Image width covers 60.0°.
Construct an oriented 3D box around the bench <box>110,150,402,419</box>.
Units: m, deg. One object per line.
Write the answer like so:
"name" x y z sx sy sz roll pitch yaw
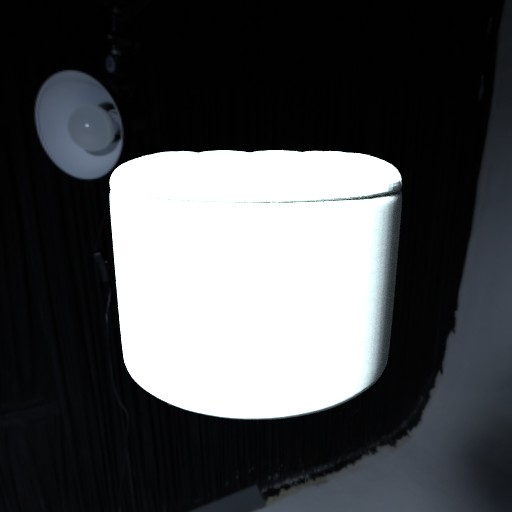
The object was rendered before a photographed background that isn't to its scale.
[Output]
"bench" 0.000 0.000 0.989 0.600 0.453 0.600 0 15 0
